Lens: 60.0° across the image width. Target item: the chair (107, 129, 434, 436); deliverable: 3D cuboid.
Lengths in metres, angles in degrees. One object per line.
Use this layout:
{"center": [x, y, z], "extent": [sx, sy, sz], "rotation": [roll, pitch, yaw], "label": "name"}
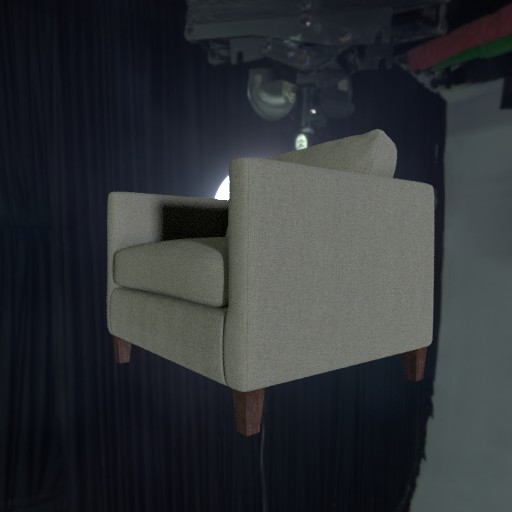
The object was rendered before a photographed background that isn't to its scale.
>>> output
{"center": [0.000, 0.000, 1.866], "extent": [0.959, 0.963, 1.107], "rotation": [-1, 2, -38], "label": "chair"}
